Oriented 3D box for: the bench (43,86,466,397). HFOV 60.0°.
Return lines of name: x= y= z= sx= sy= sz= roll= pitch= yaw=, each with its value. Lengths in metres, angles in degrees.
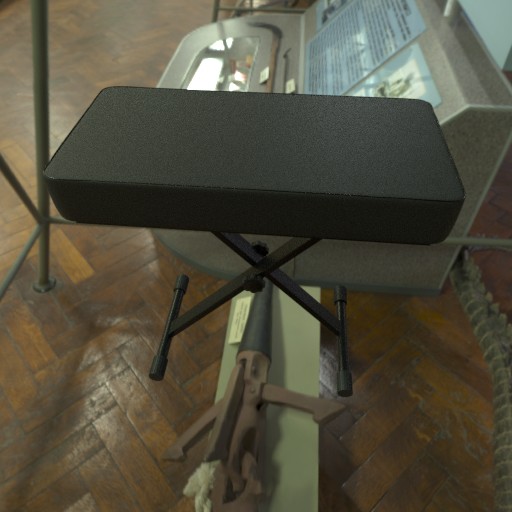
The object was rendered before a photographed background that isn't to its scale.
bench: x=0.000 y=0.000 z=0.910 sx=0.600 sy=0.561 sz=0.300 roll=4 pitch=46 yaw=4
